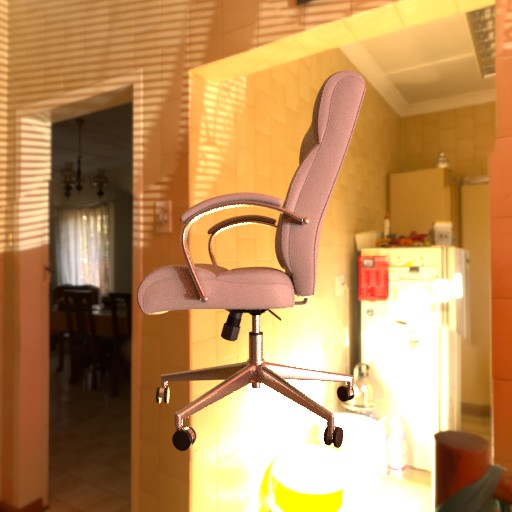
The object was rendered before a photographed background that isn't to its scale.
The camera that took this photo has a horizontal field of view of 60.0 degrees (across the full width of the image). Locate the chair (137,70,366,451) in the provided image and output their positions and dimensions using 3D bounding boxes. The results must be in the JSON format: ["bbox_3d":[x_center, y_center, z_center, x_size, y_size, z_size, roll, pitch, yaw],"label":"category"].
[{"bbox_3d":[0.000,0.000,1.594,0.745,1.099,0.727,0,-1,1],"label":"chair"}]
